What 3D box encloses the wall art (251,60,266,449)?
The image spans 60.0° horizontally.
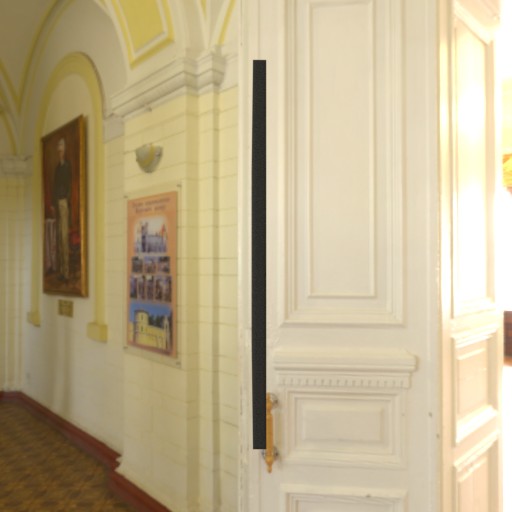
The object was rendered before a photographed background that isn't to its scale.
[{"bbox_3d":[0.000,0.000,1.232,0.049,0.659,0.964,0,0,1],"label":"wall art"}]
